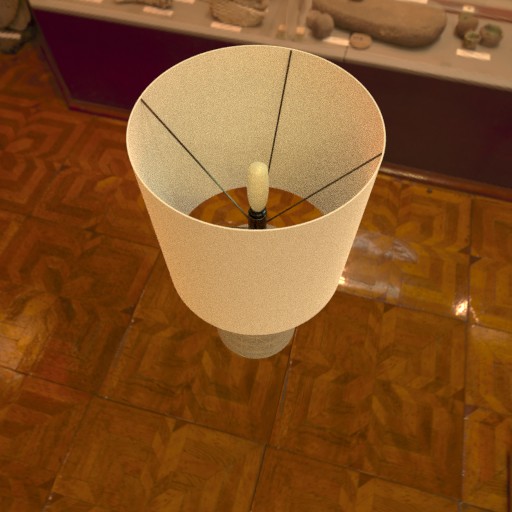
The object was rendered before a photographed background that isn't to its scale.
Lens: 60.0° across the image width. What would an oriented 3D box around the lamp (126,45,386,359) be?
[{"bbox_3d":[0.000,0.000,0.535,0.206,0.416,0.206,15,61,9],"label":"lamp"}]
